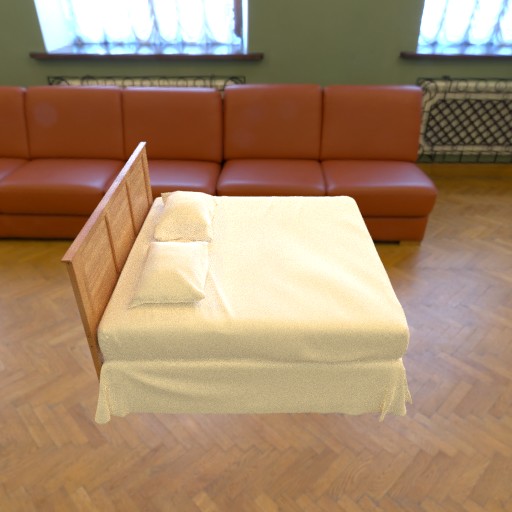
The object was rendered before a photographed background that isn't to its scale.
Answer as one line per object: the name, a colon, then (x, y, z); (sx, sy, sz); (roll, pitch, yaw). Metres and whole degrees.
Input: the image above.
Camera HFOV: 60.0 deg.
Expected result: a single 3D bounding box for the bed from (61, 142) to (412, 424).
bed: (0.000, 0.000, 3.655); (2.215, 1.270, 2.317); (0, 33, 0)
